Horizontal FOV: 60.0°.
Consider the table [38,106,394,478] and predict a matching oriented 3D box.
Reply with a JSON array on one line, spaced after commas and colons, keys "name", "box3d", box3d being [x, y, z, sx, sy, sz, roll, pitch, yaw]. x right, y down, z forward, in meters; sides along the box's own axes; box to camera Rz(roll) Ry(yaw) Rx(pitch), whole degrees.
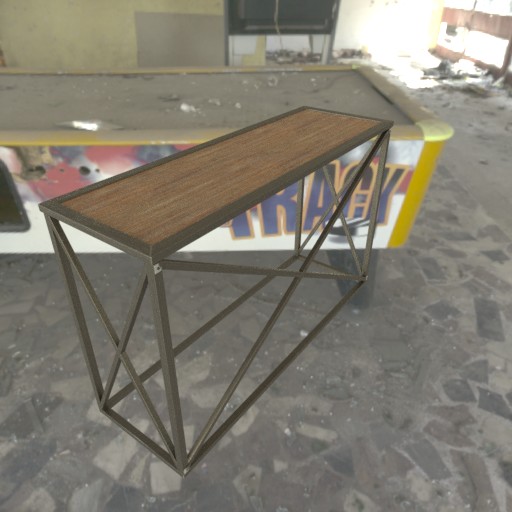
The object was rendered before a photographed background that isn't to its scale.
[{"name": "table", "box3d": [0.000, 0.000, 1.575, 0.402, 0.753, 1.216, 22, 38, 31]}]
